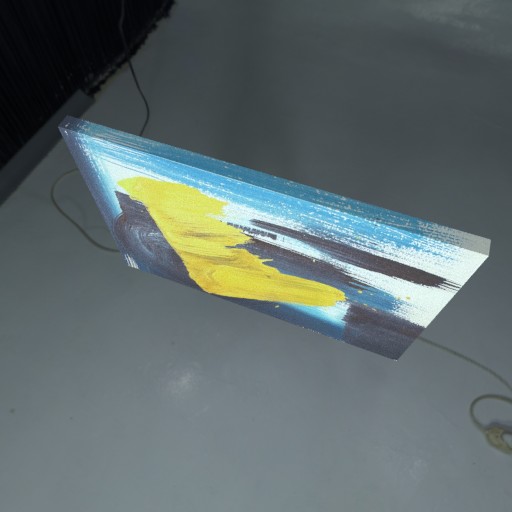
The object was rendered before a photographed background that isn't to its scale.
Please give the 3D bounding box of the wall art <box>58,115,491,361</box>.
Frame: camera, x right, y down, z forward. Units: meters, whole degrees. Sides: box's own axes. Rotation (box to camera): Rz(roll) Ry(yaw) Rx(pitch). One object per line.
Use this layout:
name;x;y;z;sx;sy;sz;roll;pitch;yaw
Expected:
wall art;0.000;0.000;1.154;0.914;0.610;0.039;18;61;11
